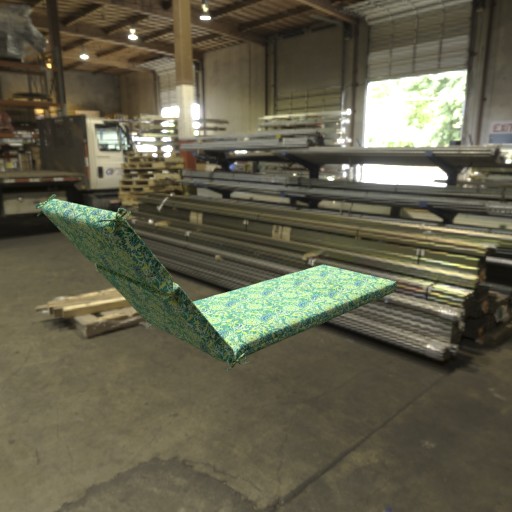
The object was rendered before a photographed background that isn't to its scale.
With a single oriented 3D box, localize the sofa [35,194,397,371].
[{"bbox_3d":[0.000,0.000,1.988,1.663,0.622,0.582,-13,19,-42],"label":"sofa"}]
